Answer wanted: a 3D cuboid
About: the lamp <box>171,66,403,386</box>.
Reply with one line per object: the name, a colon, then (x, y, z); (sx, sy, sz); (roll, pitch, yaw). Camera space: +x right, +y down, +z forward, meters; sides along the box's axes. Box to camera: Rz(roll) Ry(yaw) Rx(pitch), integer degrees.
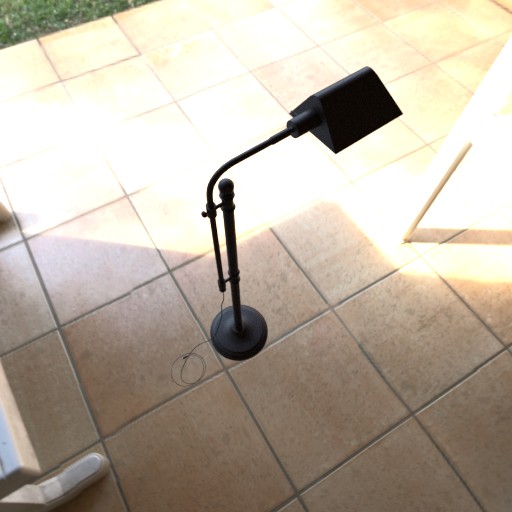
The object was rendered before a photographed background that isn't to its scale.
lamp: (0.000, 0.000, 0.942); (0.545, 0.708, 0.159); (-33, 64, -18)
